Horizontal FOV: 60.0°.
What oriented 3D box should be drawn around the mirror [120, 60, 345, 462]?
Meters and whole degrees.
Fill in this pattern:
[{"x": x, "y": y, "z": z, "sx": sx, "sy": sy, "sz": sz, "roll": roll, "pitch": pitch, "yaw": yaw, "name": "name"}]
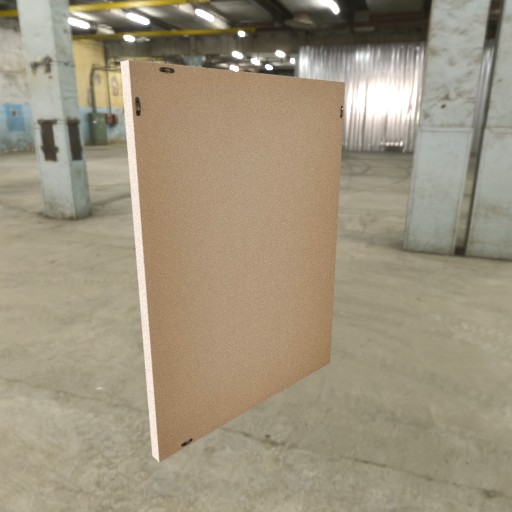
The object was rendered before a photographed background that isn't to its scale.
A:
[{"x": 0.000, "y": 0.000, "z": 1.330, "sx": 0.762, "sy": 1.016, "sz": 0.041, "roll": -15, "pitch": 23, "yaw": -41, "name": "mirror"}]
